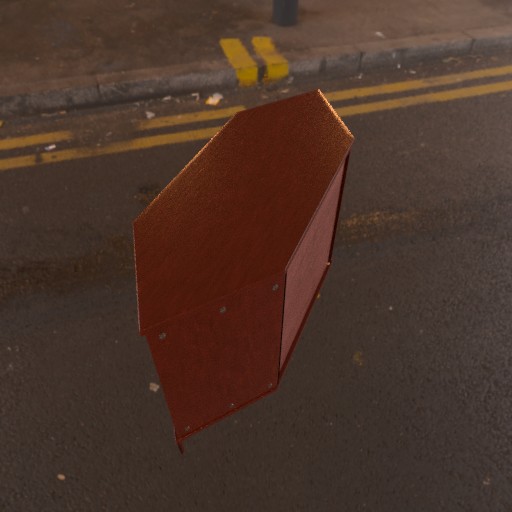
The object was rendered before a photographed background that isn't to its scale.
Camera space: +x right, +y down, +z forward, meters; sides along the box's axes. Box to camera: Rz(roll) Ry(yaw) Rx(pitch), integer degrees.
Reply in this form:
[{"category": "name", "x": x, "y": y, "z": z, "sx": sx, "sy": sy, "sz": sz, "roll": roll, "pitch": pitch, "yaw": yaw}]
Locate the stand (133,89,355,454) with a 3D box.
[{"category": "stand", "x": 0.000, "y": 0.000, "z": 1.378, "sx": 0.381, "sy": 0.614, "sz": 1.072, "roll": 17, "pitch": 48, "yaw": 16}]
